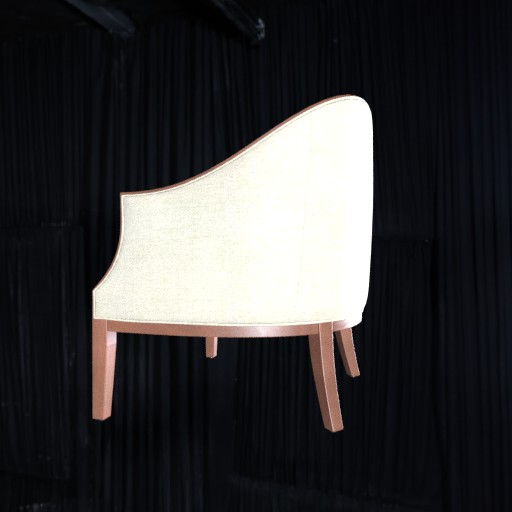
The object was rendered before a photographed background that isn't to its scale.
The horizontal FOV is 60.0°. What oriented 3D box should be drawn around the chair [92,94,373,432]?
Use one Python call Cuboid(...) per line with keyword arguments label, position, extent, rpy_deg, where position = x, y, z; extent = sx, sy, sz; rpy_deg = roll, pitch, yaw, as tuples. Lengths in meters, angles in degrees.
Cuboid(label="chair", position=(0.000, 0.000, 1.446), extent=(0.735, 0.876, 0.803), rpy_deg=(0, 0, 18))
